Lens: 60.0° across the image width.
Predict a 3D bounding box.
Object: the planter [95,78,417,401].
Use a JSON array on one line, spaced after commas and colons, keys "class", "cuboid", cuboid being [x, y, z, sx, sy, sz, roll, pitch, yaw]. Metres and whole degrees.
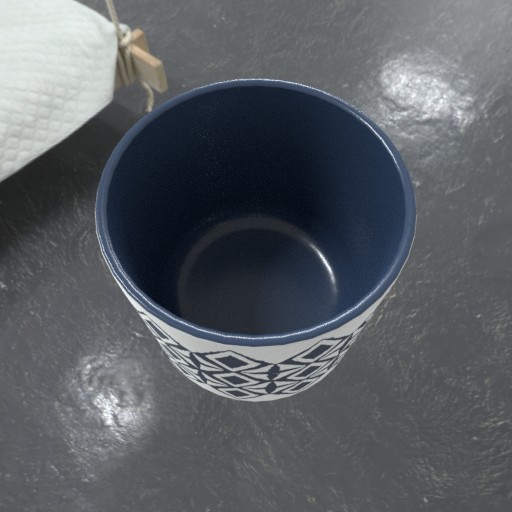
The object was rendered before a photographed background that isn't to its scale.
[{"class": "planter", "cuboid": [0.000, 0.000, 0.324, 0.182, 0.165, 0.182, 0, 63, 0]}]
